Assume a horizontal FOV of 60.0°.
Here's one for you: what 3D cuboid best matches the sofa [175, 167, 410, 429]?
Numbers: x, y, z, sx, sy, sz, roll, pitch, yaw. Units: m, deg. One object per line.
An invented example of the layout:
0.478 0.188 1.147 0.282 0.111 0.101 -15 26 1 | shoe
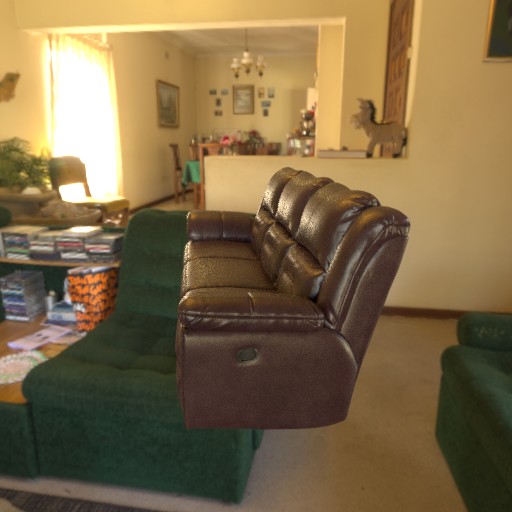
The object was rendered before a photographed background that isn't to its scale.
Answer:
0.000 0.000 2.872 0.991 1.043 2.337 -2 15 -7 | sofa
